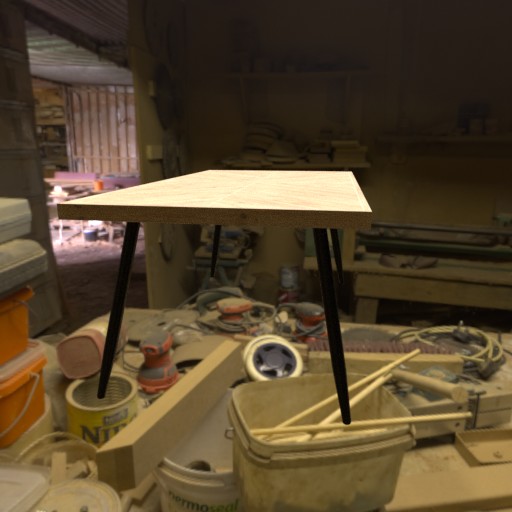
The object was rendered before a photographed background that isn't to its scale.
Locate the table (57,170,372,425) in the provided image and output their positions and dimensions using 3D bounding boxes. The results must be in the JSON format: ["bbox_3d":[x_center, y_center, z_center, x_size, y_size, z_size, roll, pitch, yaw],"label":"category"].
[{"bbox_3d":[0.000,0.000,2.304,0.991,0.762,1.803,3,15,10],"label":"table"}]
